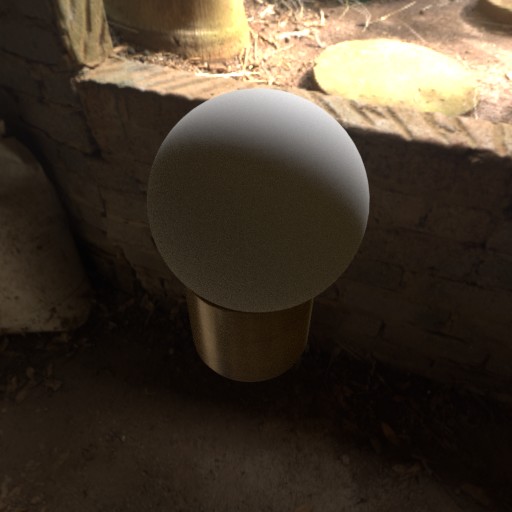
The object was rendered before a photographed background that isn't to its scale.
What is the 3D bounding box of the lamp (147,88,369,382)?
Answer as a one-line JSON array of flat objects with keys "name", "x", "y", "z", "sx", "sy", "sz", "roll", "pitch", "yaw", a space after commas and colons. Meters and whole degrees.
[{"name": "lamp", "x": 0.000, "y": 0.000, "z": 0.333, "sx": 0.141, "sy": 0.250, "sz": 0.152, "roll": -10, "pitch": 47, "yaw": -10}]
